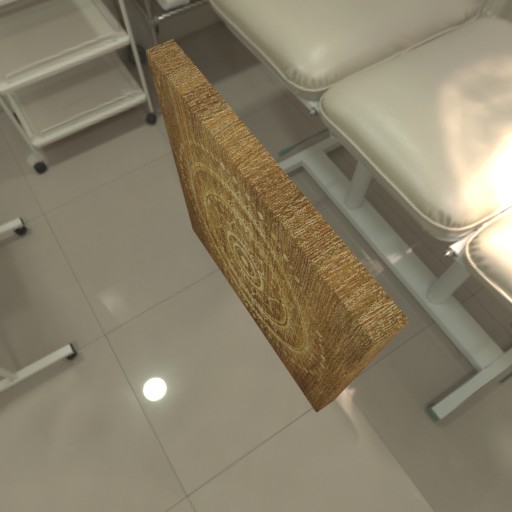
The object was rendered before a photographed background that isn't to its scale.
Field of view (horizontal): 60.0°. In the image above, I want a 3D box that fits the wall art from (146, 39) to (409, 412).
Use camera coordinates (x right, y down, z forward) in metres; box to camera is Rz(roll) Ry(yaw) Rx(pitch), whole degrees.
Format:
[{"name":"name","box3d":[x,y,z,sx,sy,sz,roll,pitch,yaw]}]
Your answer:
[{"name":"wall art","box3d":[0.000,0.000,0.610,0.039,0.403,0.406,-30,67,-14]}]
